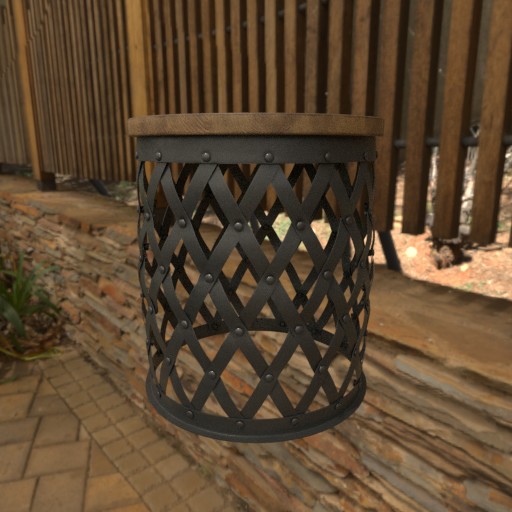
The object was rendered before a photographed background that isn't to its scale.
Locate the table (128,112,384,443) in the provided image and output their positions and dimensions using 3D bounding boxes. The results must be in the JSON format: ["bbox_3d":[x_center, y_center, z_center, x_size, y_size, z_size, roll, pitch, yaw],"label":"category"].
[{"bbox_3d":[0.000,0.000,0.779,0.405,0.454,0.405,0,14,0],"label":"table"}]
